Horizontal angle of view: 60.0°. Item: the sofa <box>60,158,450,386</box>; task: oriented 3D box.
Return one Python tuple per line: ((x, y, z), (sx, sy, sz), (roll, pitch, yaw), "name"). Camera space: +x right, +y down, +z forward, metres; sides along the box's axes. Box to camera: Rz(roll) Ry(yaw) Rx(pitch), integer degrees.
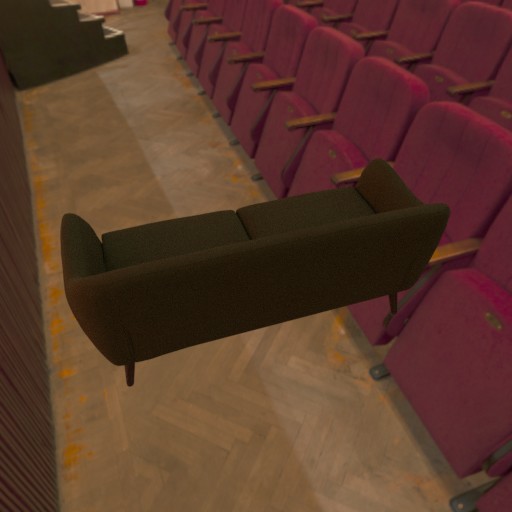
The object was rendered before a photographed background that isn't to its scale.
((0.000, 0.000, 2.300), (1.840, 0.836, 0.820), (-12, 43, -14), "sofa")
